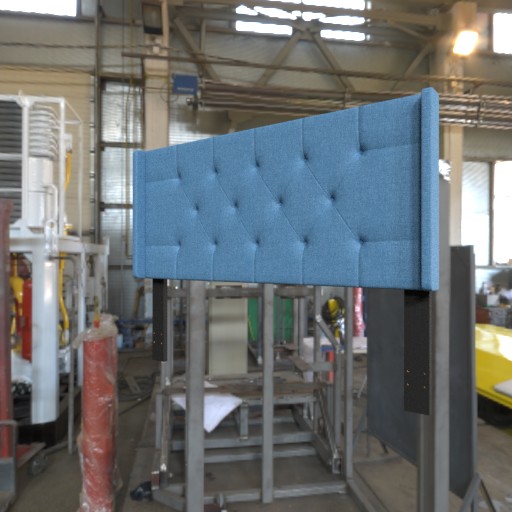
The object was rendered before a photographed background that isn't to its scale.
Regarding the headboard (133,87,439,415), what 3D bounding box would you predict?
[{"bbox_3d":[0.000,0.000,2.643,2.051,1.524,0.184,0,0,36],"label":"headboard"}]
